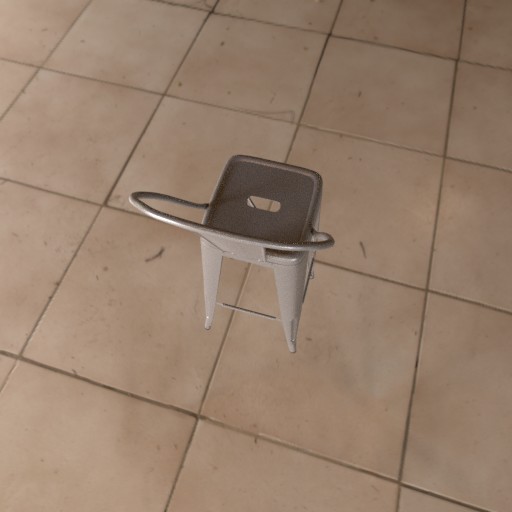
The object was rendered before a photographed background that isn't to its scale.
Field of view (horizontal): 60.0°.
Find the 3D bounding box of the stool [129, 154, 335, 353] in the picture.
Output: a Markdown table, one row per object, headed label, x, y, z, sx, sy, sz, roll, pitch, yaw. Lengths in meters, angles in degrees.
| label | x | y | z | sx | sy | sz | roll | pitch | yaw |
| --- | --- | --- | --- | --- | --- | --- | --- | --- | --- |
| stool | 0.000 | 0.000 | 1.335 | 0.399 | 1.096 | 0.513 | 14 | 63 | 7 |
